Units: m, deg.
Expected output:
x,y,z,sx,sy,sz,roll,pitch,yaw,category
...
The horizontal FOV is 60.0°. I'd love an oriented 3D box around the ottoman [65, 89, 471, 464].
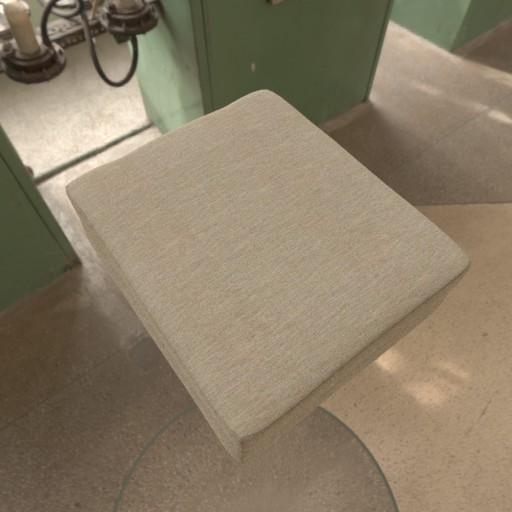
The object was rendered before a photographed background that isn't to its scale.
x,y,z,sx,sy,sz,roll,pitch,yaw,category
0.000,0.000,1.473,0.836,0.492,0.976,-32,63,-19,ottoman
